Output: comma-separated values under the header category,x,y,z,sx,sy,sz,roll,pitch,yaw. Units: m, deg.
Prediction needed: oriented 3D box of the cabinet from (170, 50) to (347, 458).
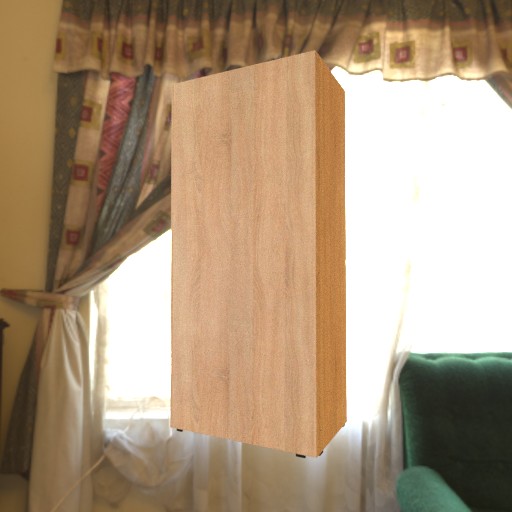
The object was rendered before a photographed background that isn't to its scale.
category,x,y,z,sx,sy,sz,roll,pitch,yaw
cabinet,0.000,0.000,2.886,1.094,2.120,1.327,0,-1,-17
